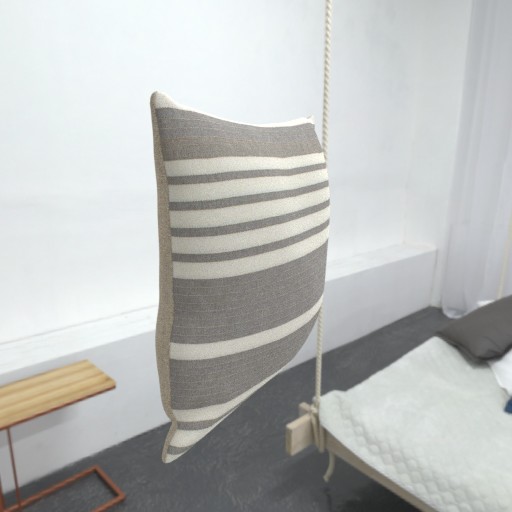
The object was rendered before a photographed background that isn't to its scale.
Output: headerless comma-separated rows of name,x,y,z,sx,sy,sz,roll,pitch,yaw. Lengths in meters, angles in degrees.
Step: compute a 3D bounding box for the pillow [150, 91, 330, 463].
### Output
pillow,0.000,0.000,0.676,0.182,0.440,0.439,8,17,28
